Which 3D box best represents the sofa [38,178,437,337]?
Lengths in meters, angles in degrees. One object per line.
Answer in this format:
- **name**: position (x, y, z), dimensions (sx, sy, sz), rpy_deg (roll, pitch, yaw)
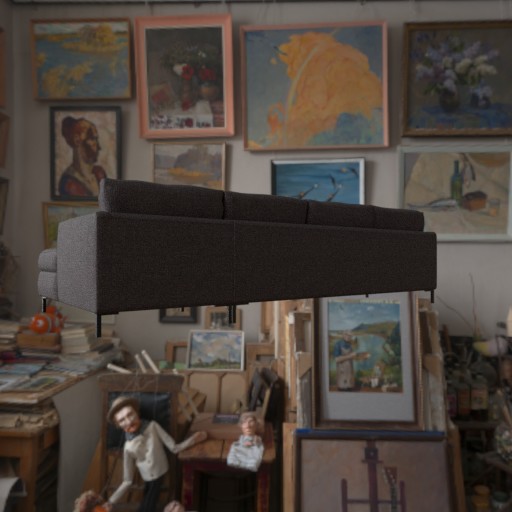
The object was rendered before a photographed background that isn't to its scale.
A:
- **sofa**: position (0.000, 0.000, 3.848), dimensions (3.221, 0.892, 1.483), rpy_deg (0, 0, -36)
